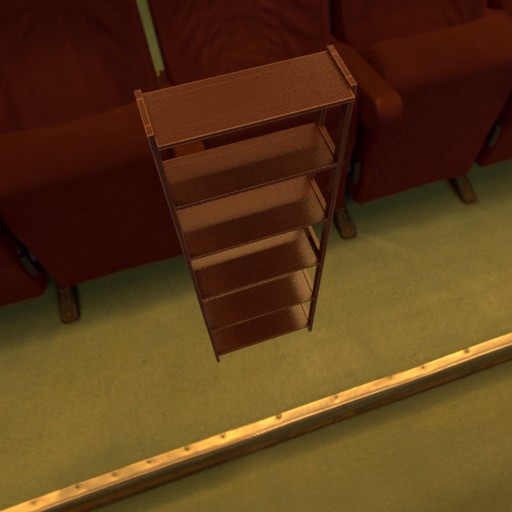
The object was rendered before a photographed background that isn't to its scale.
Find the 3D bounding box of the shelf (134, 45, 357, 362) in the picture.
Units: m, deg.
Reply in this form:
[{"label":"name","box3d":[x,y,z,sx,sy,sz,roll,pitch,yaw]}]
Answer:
[{"label":"shelf","box3d":[0.000,0.000,2.154,0.660,1.892,0.381,-17,64,-8]}]
